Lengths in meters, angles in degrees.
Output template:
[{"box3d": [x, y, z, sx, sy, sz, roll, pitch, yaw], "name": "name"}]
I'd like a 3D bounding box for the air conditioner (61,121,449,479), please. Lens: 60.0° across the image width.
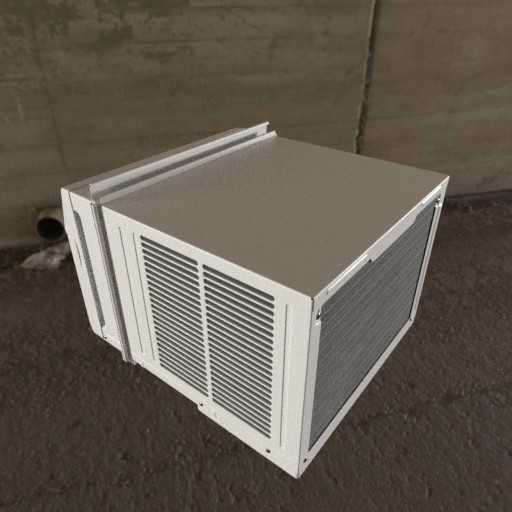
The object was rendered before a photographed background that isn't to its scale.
[{"box3d": [0.000, 0.000, 0.895, 0.546, 0.388, 0.503, 22, 38, 32], "name": "air conditioner"}]
